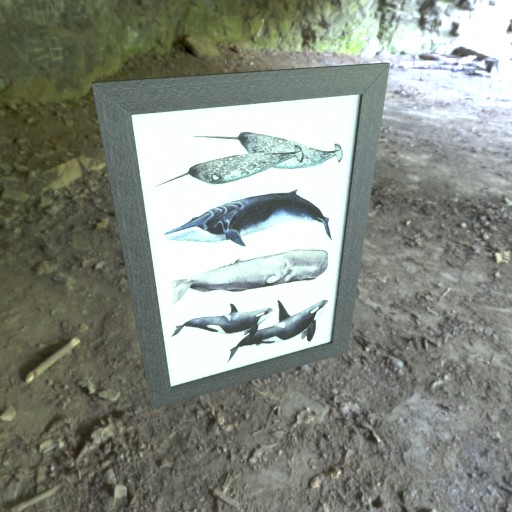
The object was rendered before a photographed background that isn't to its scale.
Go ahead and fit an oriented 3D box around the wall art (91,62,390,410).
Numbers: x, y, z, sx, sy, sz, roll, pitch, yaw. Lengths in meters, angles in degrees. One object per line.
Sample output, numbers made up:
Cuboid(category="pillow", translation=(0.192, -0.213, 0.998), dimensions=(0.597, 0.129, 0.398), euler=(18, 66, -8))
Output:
Cuboid(category="wall art", translation=(0.000, 0.000, 1.434), dimensions=(0.810, 1.116, 0.016), euler=(-11, 34, -18))
